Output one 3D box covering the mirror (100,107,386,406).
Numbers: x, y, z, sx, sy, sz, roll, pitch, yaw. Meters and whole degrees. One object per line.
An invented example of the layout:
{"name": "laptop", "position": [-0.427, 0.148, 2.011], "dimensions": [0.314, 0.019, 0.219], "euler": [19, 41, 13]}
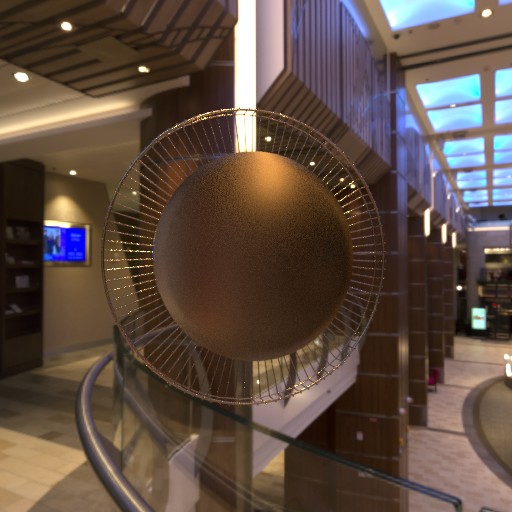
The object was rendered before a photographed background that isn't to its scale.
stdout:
{"name": "mirror", "position": [0.000, 0.000, 1.061], "dimensions": [0.703, 0.703, 0.067], "euler": [0, -1, -18]}
